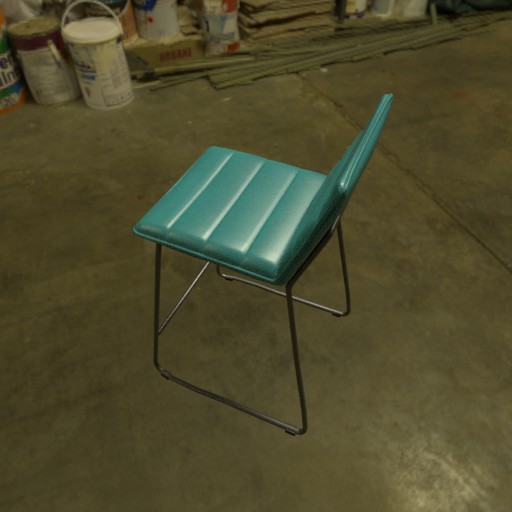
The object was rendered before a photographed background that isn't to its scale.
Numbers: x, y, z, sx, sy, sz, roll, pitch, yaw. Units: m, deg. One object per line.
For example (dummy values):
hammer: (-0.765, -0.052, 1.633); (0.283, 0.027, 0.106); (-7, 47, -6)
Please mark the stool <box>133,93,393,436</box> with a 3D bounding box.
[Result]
stool: (0.000, 0.000, 1.208); (0.524, 0.866, 0.489); (18, 48, 16)
